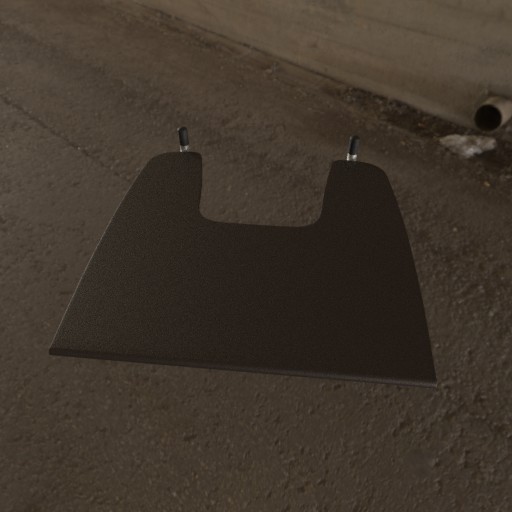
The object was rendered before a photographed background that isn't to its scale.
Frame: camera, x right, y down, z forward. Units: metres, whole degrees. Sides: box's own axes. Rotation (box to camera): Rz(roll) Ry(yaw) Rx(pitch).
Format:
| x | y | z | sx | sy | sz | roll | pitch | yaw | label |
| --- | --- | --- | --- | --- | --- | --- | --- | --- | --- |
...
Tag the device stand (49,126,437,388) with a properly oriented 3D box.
| x | y | z | sx | sy | sz | roll | pitch | yaw | label |
| --- | --- | --- | --- | --- | --- | --- | --- | --- | --- |
| 0.000 | 0.000 | 0.354 | 0.230 | 0.092 | 0.230 | 4 | 46 | 4 | device stand |
